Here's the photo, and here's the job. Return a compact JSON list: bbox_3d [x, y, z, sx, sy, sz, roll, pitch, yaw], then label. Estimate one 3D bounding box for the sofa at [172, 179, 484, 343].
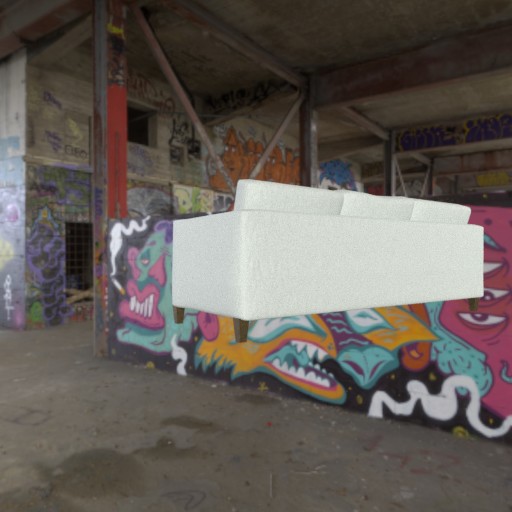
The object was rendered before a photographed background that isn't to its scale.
[{"bbox_3d":[0.000,0.000,4.431,2.522,0.934,3.333,0,0,-35],"label":"sofa"}]
